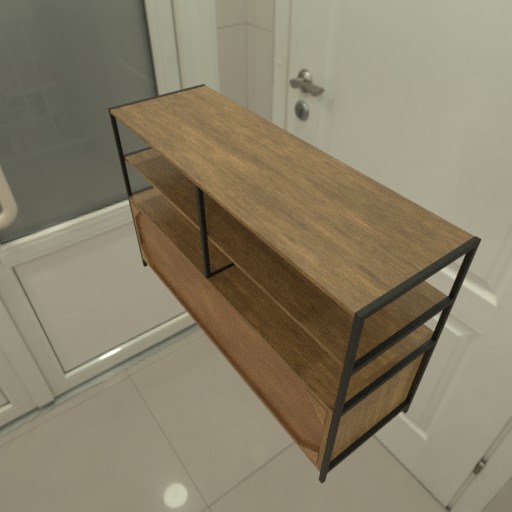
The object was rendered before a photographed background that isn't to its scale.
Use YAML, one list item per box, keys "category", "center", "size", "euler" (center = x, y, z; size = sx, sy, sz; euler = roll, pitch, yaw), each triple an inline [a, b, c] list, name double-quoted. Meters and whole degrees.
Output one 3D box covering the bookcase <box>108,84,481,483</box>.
- category: "bookcase"
  center: [0.000, 0.000, 1.458]
  size: [0.391, 0.712, 1.149]
  euler: [-26, 47, -27]
